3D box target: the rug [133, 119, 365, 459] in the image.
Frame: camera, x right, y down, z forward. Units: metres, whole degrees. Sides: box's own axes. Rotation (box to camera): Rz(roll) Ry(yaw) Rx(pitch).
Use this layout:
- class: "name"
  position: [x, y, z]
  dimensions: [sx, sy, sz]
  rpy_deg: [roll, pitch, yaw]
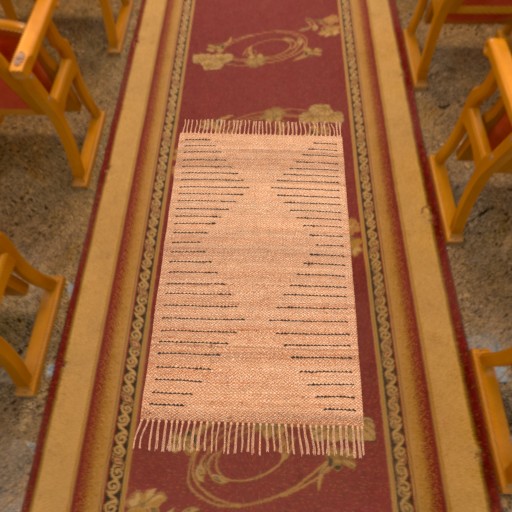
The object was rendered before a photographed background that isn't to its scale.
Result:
- class: "rug"
  position: [0.000, 0.000, 2.090]
  dimensions: [0.905, 0.017, 1.718]
  rpy_deg: [2, 63, 1]
